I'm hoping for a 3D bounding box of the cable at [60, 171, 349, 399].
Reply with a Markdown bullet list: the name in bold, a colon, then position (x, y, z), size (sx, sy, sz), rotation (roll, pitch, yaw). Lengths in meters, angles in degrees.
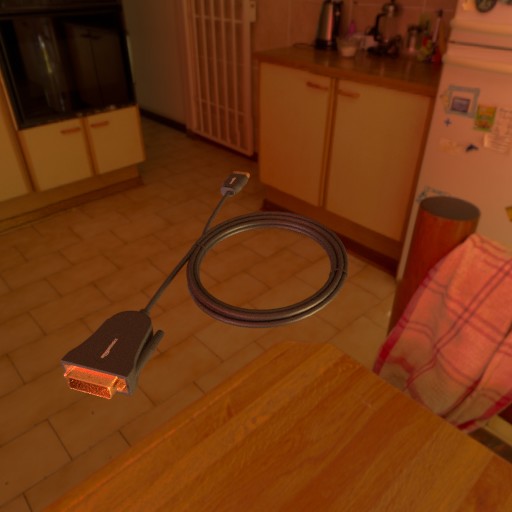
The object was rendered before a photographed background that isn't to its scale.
- **cable**: position (0.000, 0.000, 0.327), size (0.136, 0.015, 0.281), rotation (10, 35, 14)
